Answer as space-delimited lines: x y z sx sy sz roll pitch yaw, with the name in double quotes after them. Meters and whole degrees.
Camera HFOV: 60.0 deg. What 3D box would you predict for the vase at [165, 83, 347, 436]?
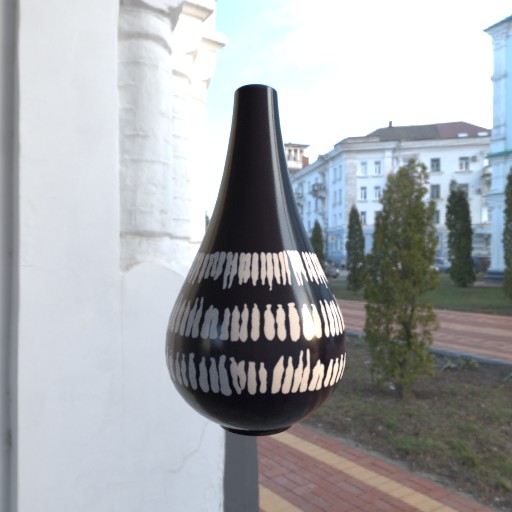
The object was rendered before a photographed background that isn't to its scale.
0.000 0.000 0.395 0.159 0.295 0.159 0 -1 0 "vase"
